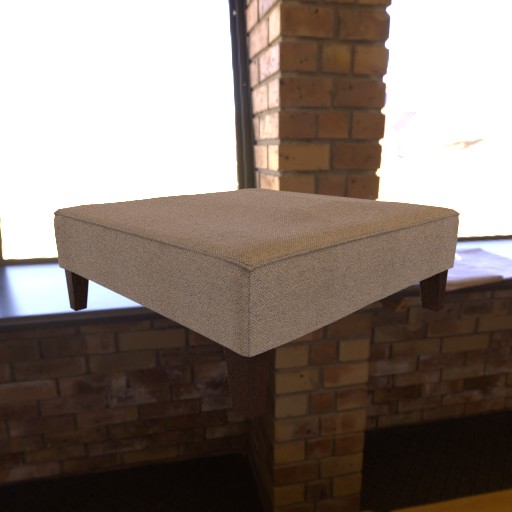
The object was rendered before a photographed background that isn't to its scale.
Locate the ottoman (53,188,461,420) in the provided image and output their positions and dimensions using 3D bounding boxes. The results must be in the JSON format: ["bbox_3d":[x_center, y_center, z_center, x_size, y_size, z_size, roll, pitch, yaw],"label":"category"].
[{"bbox_3d":[0.000,0.000,1.508,0.982,0.381,0.973,-13,19,-43],"label":"ottoman"}]
